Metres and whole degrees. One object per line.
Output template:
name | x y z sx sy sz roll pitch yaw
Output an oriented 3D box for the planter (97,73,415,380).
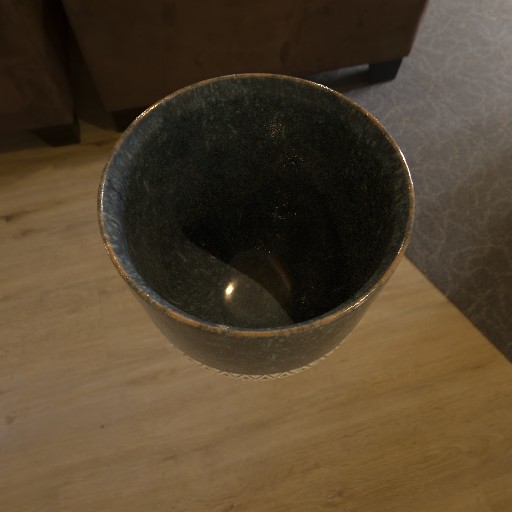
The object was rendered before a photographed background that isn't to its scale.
planter | 0.000 0.000 0.494 0.266 0.270 0.266 0 63 0
